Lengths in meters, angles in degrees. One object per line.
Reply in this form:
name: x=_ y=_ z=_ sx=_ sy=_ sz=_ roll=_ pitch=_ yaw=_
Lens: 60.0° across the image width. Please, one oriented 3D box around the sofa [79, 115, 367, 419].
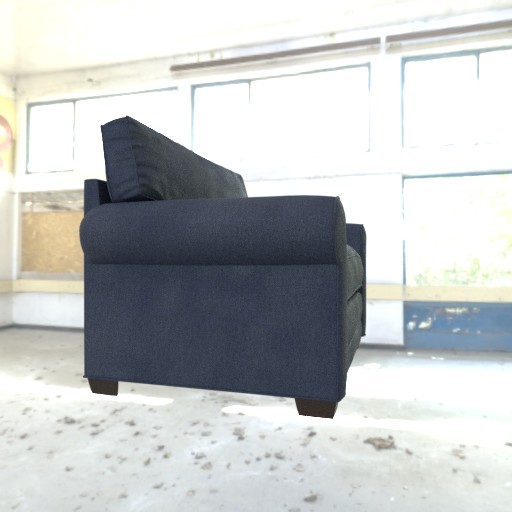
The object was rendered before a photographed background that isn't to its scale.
sofa: x=0.000 y=0.000 z=2.056 sx=0.938 sy=1.004 sz=1.405 roll=0 pitch=0 yaw=17
